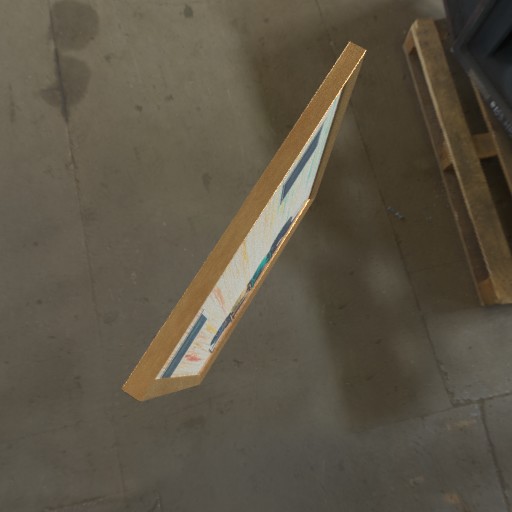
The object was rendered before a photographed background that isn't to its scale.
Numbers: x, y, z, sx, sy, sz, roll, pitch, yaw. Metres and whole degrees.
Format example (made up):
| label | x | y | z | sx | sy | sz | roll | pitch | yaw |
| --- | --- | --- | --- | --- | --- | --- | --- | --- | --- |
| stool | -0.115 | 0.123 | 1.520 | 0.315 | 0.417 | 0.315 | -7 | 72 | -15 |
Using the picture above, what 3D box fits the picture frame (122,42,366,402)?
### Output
| label | x | y | z | sx | sy | sz | roll | pitch | yaw |
| --- | --- | --- | --- | --- | --- | --- | --- | --- | --- |
| picture frame | 0.000 | 0.000 | 1.146 | 0.037 | 0.761 | 0.758 | 31 | 78 | 7 |
